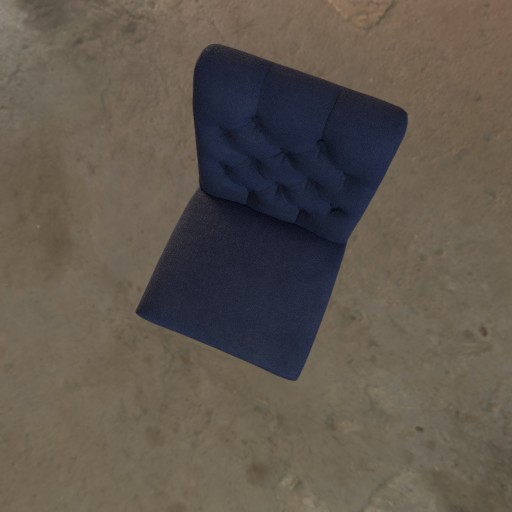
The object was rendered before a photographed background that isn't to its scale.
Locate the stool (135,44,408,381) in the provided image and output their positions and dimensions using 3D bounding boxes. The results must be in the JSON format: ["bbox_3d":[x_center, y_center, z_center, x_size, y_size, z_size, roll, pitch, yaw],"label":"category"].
[{"bbox_3d":[0.000,0.000,1.335,0.493,1.010,0.601,22,76,6],"label":"stool"}]
